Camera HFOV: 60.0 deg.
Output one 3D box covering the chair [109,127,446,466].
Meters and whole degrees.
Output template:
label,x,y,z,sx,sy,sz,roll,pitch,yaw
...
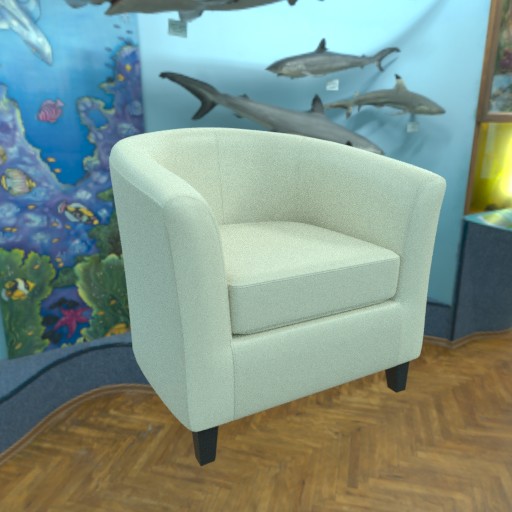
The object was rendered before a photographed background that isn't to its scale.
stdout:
label,x,y,z,sx,sy,sz,roll,pitch,yaw
chair,0.000,0.000,1.350,0.792,0.756,0.727,-8,18,-28
